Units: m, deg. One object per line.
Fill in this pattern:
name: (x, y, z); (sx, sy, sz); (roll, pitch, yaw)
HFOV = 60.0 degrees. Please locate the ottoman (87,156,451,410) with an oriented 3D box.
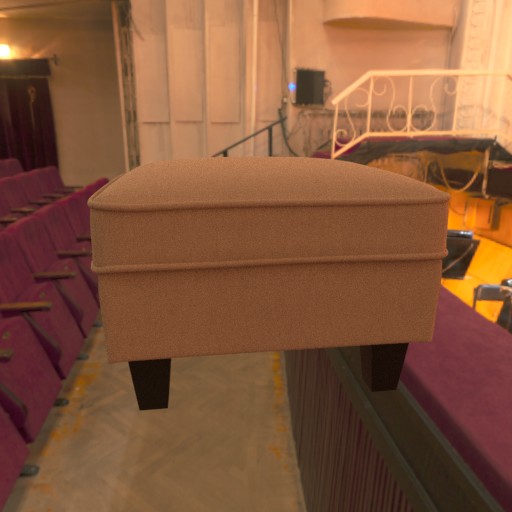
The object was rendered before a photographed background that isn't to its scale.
ottoman: (0.000, 0.000, 1.024); (0.613, 0.438, 0.616); (-2, 16, -8)
